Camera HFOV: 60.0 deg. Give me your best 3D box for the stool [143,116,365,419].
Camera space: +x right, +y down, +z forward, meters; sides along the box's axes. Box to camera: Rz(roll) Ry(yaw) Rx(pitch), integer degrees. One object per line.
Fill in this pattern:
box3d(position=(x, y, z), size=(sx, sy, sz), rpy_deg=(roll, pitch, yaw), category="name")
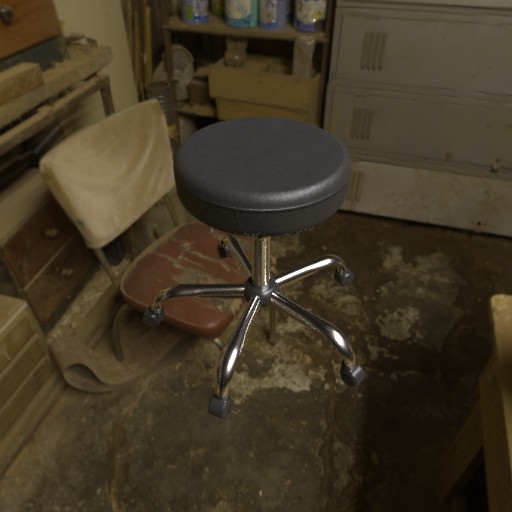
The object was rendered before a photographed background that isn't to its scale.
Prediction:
box3d(position=(0.000, 0.000, 1.160), size=(0.673, 0.576, 0.638), rpy_deg=(12, 42, 14), category="stool")
